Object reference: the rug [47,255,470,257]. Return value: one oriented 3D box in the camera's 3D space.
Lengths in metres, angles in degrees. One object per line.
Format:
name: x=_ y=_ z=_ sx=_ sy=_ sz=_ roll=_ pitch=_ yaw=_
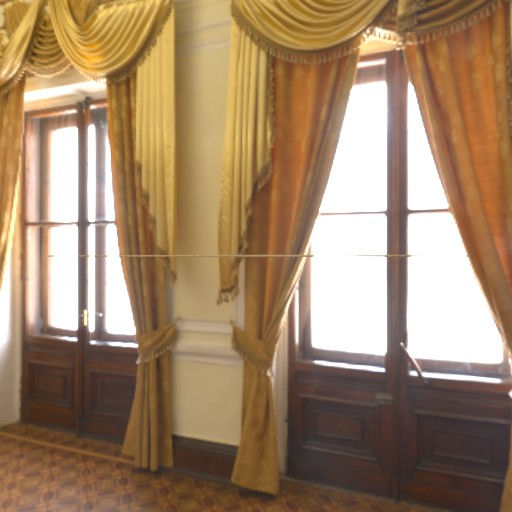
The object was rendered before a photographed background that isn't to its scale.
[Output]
rug: x=0.000 y=0.000 z=2.854 sx=2.284 sy=0.008 sz=1.522 roll=0 pitch=0 yaw=35
